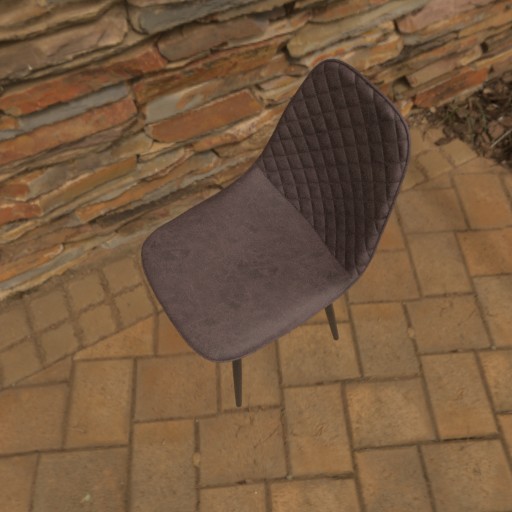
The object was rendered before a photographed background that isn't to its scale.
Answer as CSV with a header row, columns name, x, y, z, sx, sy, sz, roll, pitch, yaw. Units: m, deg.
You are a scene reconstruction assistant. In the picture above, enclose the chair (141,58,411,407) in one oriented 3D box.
name,x,y,z,sx,sy,sz,roll,pitch,yaw
chair,0.000,0.000,1.193,0.561,0.889,0.472,-30,66,-15
